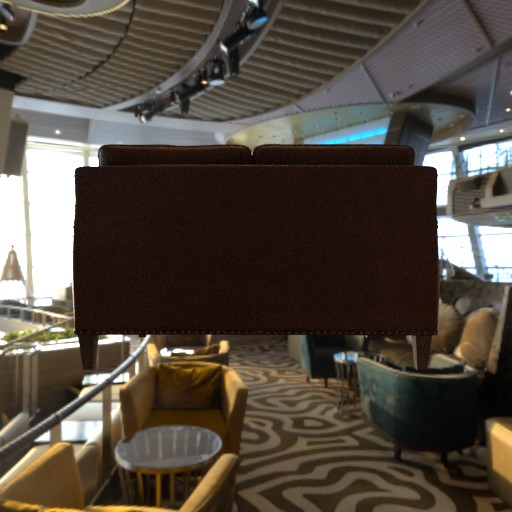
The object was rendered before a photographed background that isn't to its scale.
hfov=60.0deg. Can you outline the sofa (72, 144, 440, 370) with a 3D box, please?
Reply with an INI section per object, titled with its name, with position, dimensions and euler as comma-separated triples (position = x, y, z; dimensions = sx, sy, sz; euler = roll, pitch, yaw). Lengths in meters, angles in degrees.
[sofa]
position = 0.000, 0.000, 2.344
dimensions = 1.628, 1.003, 1.083
euler = 0, -2, 0
